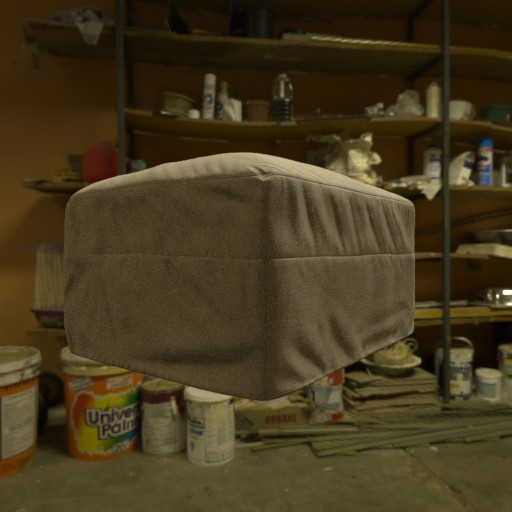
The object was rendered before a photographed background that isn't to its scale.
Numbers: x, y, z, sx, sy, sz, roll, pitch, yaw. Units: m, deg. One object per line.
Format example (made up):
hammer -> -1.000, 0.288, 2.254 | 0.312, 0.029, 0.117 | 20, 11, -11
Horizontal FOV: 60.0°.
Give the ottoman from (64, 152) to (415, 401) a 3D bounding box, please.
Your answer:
ottoman -> 0.000, 0.000, 1.257 | 0.683, 0.481, 0.837 | 1, 1, 37
